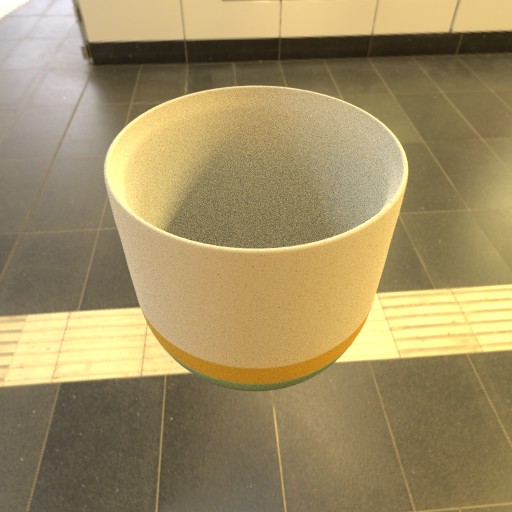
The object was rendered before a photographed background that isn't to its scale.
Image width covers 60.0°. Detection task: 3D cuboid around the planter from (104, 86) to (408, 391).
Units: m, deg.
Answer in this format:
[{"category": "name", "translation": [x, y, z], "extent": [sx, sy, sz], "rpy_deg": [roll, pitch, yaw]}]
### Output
[{"category": "planter", "translation": [0.000, 0.000, 0.491], "extent": [0.268, 0.270, 0.268], "rpy_deg": [0, 45, 0]}]
